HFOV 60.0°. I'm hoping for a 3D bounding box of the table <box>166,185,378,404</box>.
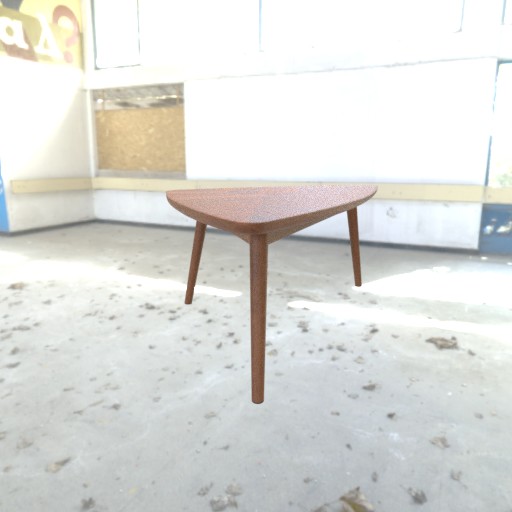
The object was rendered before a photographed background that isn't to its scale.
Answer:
[{"bbox_3d":[0.000,0.000,1.301,0.601,0.365,1.008,6,14,25],"label":"table"}]
